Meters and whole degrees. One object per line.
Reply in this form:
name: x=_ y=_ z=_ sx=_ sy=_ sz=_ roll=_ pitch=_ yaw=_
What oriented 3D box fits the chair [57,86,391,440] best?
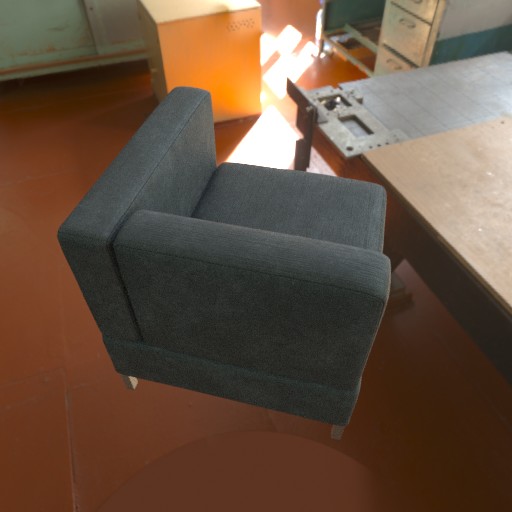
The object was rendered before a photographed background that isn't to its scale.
chair: x=0.000 y=0.000 z=1.250 sx=0.680 sy=0.660 sz=0.680 roll=10 pitch=48 yaw=10
